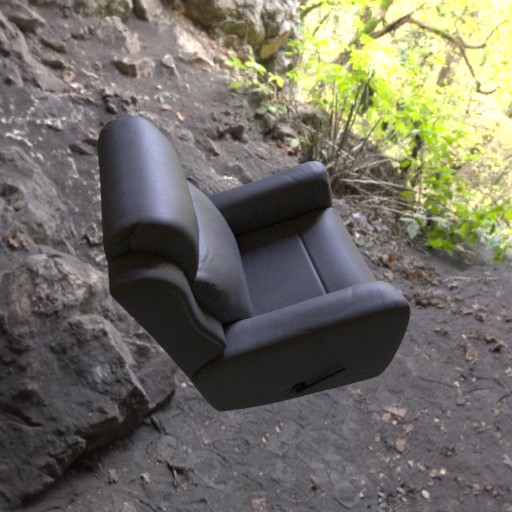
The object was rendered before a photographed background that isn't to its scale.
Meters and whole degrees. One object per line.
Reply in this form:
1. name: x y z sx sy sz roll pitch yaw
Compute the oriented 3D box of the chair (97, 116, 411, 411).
1. chair: 0.000 0.000 1.890 1.068 1.116 0.967 -11 49 -10
